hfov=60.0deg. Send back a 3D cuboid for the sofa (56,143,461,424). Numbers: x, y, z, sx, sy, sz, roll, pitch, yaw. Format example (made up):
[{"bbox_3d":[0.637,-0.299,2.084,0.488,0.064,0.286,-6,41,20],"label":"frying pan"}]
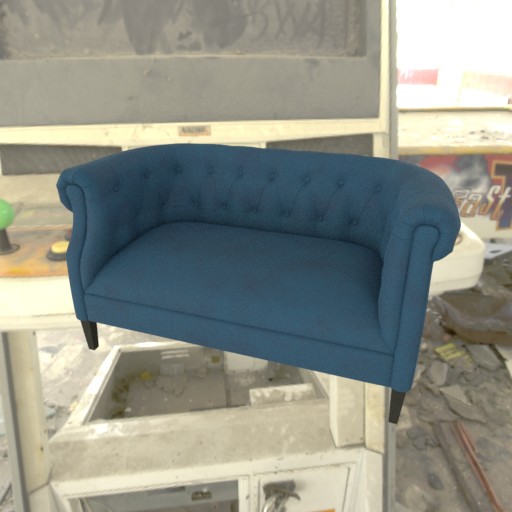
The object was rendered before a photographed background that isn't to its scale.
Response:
[{"bbox_3d":[0.000,0.000,1.992,1.558,0.827,0.835,9,27,17],"label":"sofa"}]
